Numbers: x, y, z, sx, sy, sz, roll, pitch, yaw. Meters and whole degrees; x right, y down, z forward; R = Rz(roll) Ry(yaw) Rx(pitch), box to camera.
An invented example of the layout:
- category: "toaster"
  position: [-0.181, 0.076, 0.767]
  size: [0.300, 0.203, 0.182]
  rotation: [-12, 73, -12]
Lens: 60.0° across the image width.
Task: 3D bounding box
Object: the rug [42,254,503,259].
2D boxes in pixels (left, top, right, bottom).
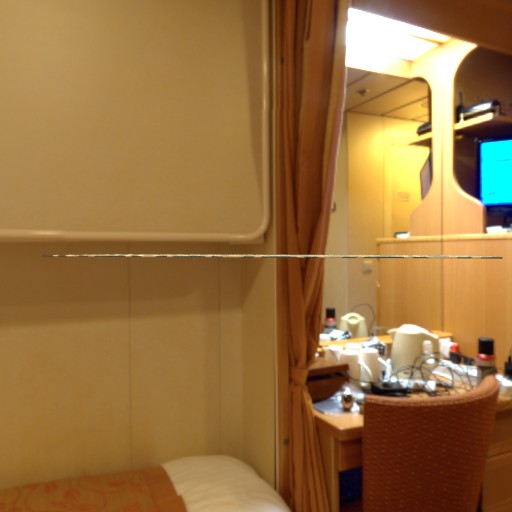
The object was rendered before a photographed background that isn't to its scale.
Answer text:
- category: "rug"
  position: [0.000, 0.000, 2.452]
  size: [2.296, 0.006, 0.685]
  rotation: [0, 1, 18]
